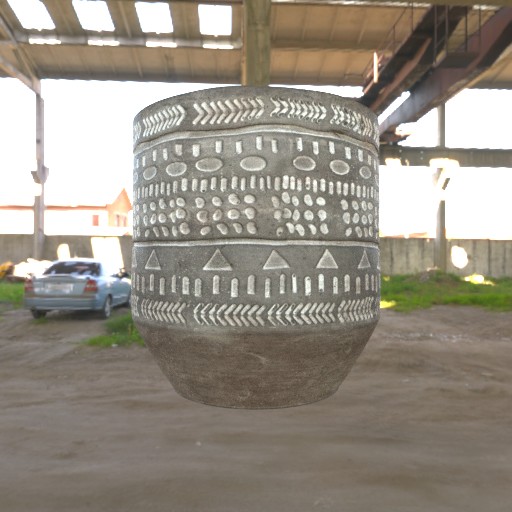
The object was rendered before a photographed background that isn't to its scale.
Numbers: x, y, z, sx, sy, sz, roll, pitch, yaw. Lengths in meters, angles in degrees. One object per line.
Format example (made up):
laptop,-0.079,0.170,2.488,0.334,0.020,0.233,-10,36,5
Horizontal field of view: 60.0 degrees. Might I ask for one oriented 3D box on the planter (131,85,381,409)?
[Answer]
planter,0.000,0.000,0.225,0.122,0.128,0.122,0,0,0
